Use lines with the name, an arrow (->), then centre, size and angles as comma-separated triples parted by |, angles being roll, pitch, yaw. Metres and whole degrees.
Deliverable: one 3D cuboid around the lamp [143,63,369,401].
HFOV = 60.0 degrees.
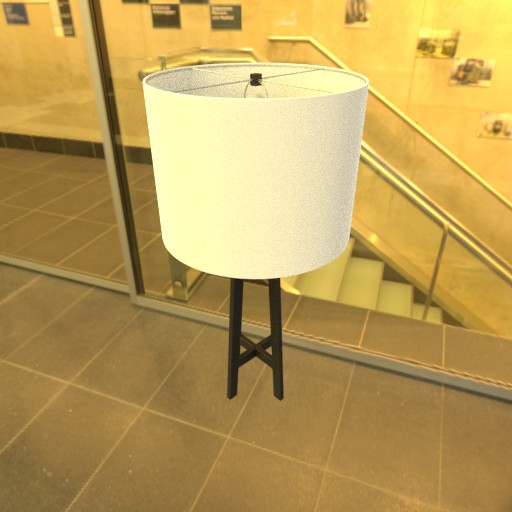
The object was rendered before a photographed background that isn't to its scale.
lamp -> 0.000, 0.000, 0.637 | 0.257, 0.489, 0.257 | 1, 30, 1
